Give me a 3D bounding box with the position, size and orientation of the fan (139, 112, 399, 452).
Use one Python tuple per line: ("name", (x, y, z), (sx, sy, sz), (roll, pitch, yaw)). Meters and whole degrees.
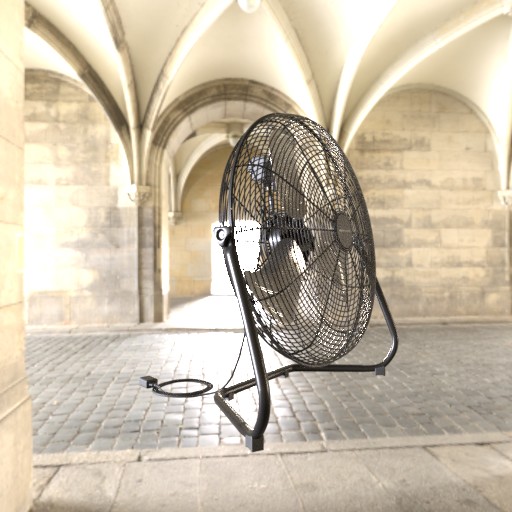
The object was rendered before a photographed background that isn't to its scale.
("fan", (0.000, 0.000, 1.025), (0.470, 0.605, 0.595), (0, 0, 36))
